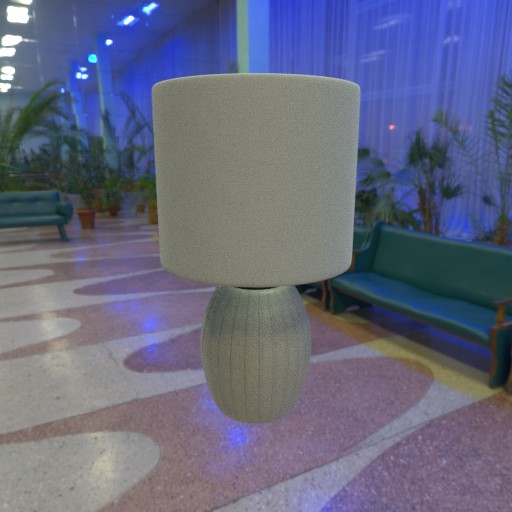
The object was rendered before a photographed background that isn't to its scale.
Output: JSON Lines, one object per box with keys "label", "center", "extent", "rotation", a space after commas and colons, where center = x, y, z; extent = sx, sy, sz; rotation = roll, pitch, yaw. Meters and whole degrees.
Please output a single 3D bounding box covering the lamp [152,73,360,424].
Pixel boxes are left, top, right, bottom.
{"label": "lamp", "center": [0.000, 0.000, 0.776], "extent": [0.328, 0.570, 0.328], "rotation": [0, 14, 0]}
